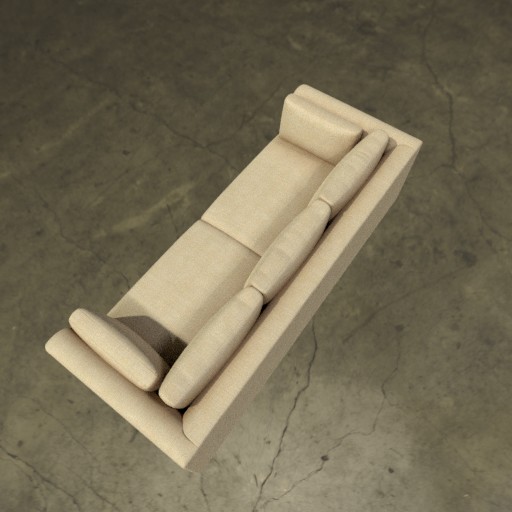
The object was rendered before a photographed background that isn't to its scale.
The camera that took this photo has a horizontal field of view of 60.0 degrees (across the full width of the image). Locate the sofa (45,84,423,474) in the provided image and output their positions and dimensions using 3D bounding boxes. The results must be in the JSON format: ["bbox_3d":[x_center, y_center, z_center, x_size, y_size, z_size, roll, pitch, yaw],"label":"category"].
[{"bbox_3d":[0.000,0.000,2.861,0.969,0.867,2.415,33,66,16],"label":"sofa"}]
